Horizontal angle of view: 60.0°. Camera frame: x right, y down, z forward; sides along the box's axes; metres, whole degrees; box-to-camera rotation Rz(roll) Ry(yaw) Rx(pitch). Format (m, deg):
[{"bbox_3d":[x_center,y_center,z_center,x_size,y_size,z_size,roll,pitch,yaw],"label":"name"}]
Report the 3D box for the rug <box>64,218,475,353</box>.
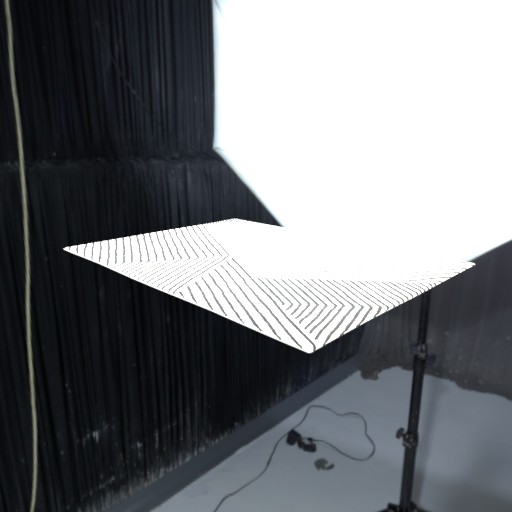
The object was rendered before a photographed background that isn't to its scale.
[{"bbox_3d":[0.000,0.000,3.256,2.449,0.028,1.829,15,21,43],"label":"rug"}]
